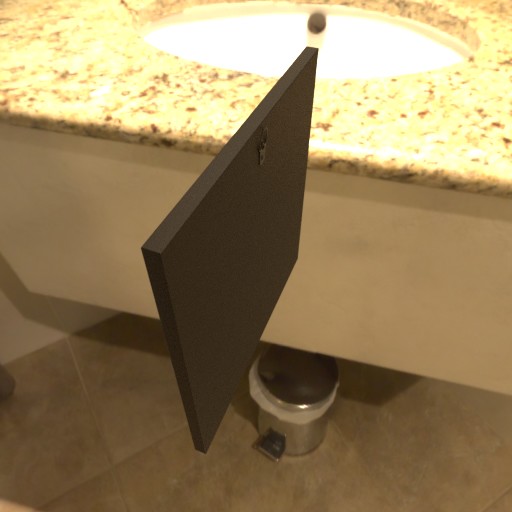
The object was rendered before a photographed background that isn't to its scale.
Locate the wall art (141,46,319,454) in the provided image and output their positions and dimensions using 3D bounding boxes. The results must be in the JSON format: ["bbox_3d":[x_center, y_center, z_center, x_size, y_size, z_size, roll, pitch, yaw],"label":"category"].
[{"bbox_3d":[0.000,0.000,1.199,0.043,0.807,0.805,16,49,15],"label":"wall art"}]
